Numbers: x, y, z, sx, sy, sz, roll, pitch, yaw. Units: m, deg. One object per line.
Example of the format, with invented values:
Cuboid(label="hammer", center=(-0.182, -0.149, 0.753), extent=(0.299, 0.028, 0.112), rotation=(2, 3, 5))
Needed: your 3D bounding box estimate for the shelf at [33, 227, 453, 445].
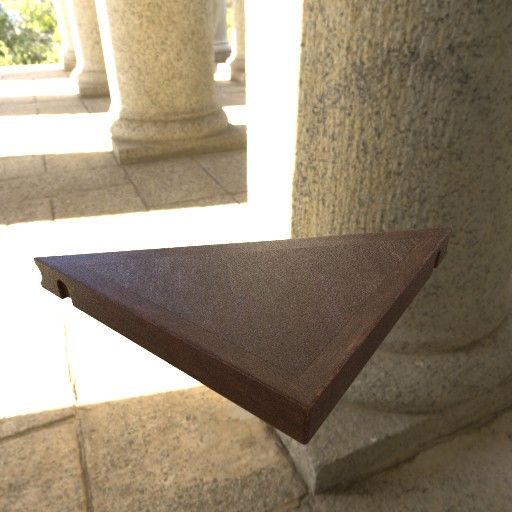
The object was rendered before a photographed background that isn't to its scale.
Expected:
Cuboid(label="shelf", center=(0.000, 0.000, 0.446), extent=(0.296, 0.035, 0.296), rotation=(21, 36, 31))
